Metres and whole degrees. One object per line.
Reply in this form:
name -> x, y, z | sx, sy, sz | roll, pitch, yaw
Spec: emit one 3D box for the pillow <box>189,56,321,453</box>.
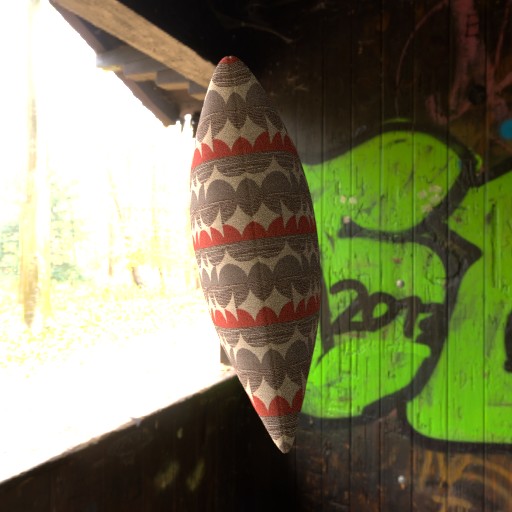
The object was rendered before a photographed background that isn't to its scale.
pillow -> 0.000, 0.000, 0.648 | 0.180, 0.410, 0.420 | 0, 0, 0
